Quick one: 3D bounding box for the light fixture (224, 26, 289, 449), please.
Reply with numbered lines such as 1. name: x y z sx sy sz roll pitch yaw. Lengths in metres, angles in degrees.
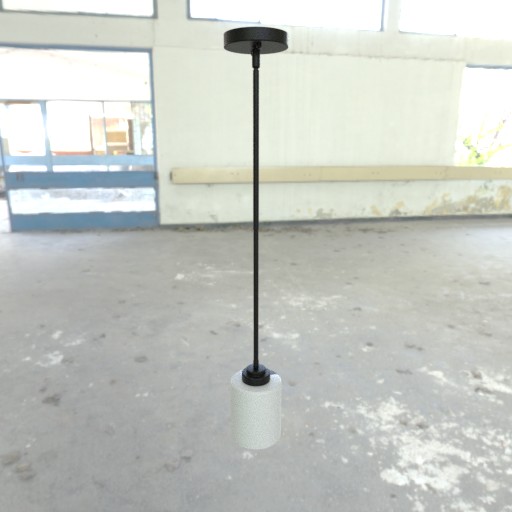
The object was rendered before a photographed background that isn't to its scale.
1. light fixture: 0.000 0.000 0.944 0.123 0.863 0.123 -2 14 -9
